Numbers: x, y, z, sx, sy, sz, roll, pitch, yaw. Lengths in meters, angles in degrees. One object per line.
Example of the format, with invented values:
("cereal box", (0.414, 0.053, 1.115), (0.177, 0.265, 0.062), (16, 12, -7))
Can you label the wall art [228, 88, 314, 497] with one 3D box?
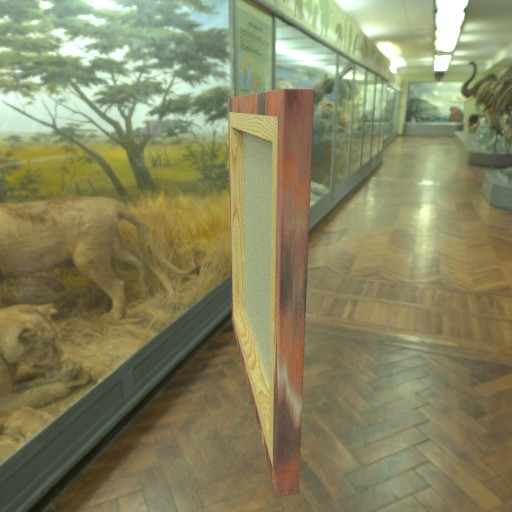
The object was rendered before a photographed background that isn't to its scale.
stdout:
("wall art", (0.000, 0.000, 0.891), (0.037, 0.609, 0.603), (-3, 19, -9))
